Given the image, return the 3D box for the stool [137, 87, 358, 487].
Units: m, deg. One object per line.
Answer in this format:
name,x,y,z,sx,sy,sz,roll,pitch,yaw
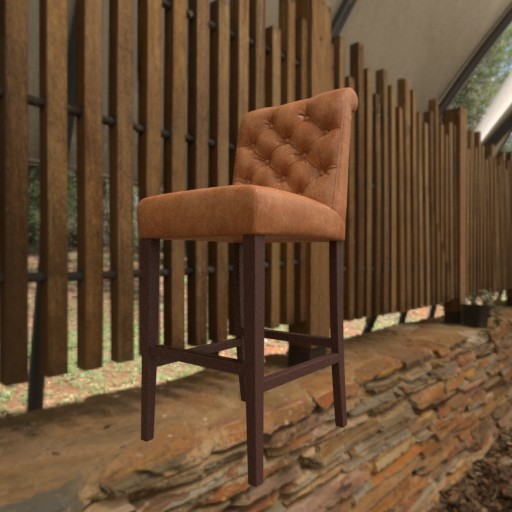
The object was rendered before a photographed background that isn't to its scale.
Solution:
stool,0.000,0.000,1.447,0.493,1.140,0.601,0,0,38
